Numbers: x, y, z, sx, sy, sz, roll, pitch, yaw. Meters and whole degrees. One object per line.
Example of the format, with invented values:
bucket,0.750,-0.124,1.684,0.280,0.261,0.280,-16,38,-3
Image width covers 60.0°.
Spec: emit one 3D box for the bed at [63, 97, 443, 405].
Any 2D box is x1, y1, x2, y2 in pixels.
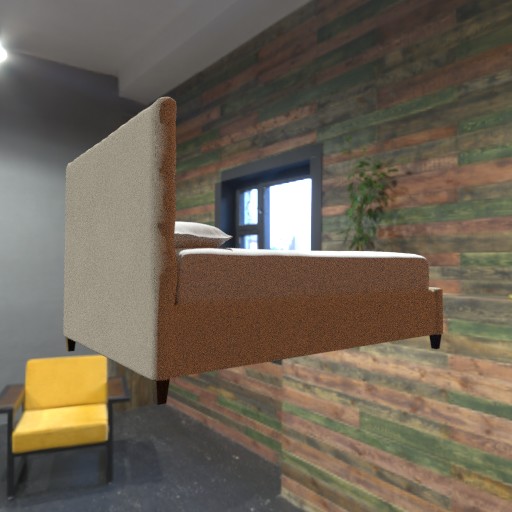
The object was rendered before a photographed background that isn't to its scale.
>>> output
bed,0.000,0.000,3.391,2.387,1.427,1.698,1,-2,-37
